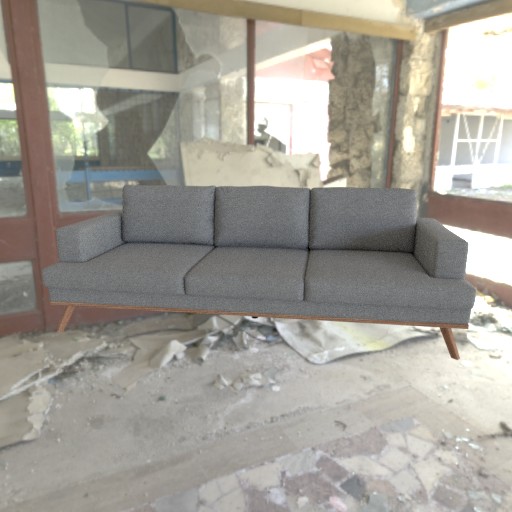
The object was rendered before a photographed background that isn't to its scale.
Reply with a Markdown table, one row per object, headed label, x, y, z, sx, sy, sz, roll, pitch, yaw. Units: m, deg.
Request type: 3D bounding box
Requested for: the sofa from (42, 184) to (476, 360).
| label | x | y | z | sx | sy | sz | roll | pitch | yaw |
| --- | --- | --- | --- | --- | --- | --- | --- | --- | --- |
| sofa | 0.000 | 0.000 | 2.737 | 2.310 | 0.810 | 0.920 | 2 | 14 | 9 |
